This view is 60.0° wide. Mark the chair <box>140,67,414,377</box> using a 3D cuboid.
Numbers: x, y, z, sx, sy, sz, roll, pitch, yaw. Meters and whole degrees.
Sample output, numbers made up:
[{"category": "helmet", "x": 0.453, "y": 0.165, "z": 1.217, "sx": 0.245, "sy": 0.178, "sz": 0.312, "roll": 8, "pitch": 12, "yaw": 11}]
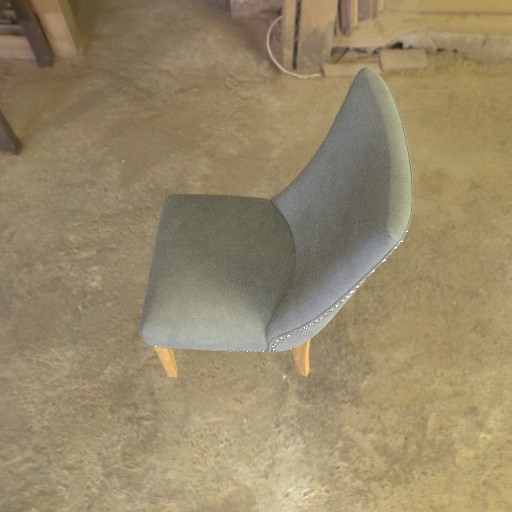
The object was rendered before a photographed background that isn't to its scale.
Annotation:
[{"category": "chair", "x": 0.000, "y": 0.000, "z": 1.253, "sx": 0.610, "sy": 0.902, "sz": 0.495, "roll": 2, "pitch": 58, "yaw": 1}]
